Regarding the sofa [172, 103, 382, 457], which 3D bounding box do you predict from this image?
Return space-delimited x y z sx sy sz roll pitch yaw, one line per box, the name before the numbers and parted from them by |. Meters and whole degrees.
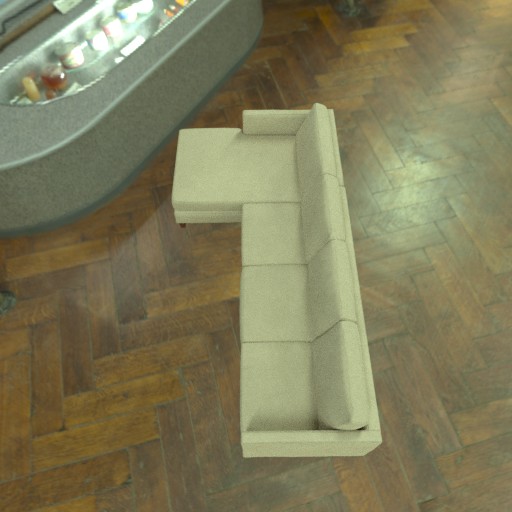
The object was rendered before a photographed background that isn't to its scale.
sofa | 0.000 0.000 3.906 1.625 0.846 3.186 0 59 0
